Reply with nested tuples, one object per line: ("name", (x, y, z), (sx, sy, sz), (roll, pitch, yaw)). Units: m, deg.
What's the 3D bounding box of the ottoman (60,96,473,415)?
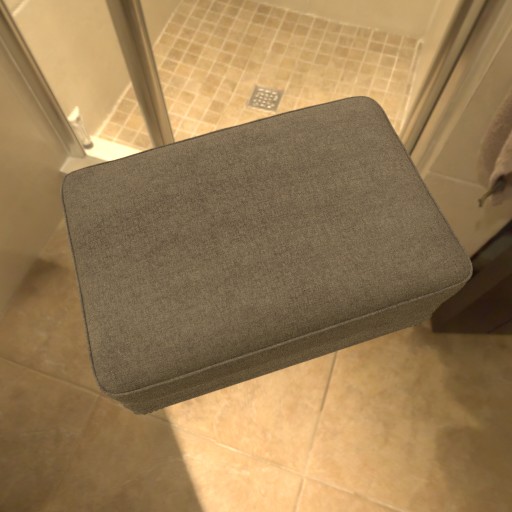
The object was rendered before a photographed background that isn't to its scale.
("ottoman", (0.000, 0.000, 1.128), (0.813, 0.457, 0.561), (-16, 65, -8))
